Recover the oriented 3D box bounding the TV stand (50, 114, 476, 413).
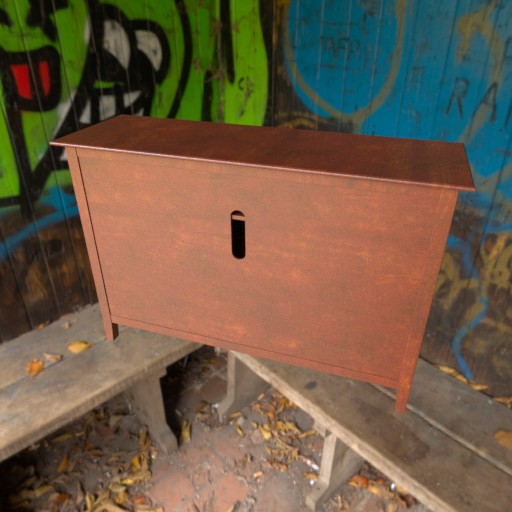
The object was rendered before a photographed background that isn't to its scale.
[{"bbox_3d":[0.000,0.000,1.767,1.372,0.915,0.445,10,32,16],"label":"TV stand"}]
